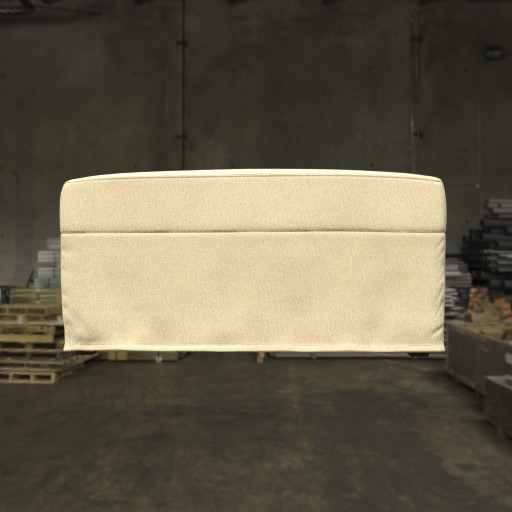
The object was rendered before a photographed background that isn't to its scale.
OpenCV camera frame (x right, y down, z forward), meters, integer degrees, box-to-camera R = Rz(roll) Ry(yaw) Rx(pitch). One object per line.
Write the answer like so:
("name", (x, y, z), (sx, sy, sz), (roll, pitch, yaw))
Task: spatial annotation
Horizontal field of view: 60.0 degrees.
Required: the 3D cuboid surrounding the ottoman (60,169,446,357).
("ottoman", (0.000, 0.000, 1.341), (0.843, 0.441, 0.842), (0, -1, 1))
